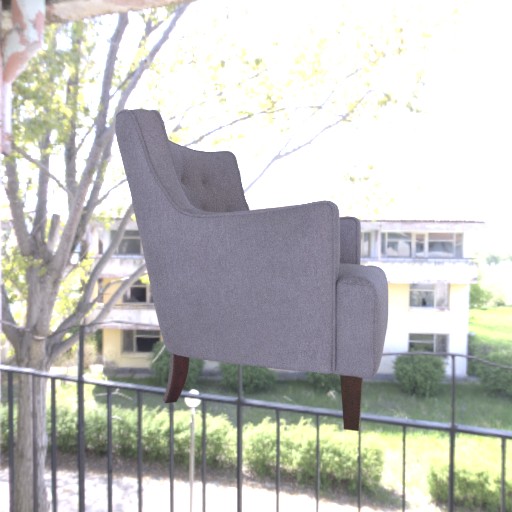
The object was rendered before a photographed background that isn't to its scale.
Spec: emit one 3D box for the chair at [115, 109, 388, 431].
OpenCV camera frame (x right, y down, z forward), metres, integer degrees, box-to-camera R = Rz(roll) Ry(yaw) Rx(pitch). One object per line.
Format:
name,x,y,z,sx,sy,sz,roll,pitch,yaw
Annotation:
chair,0.000,0.000,1.606,0.910,0.919,0.781,0,1,18
